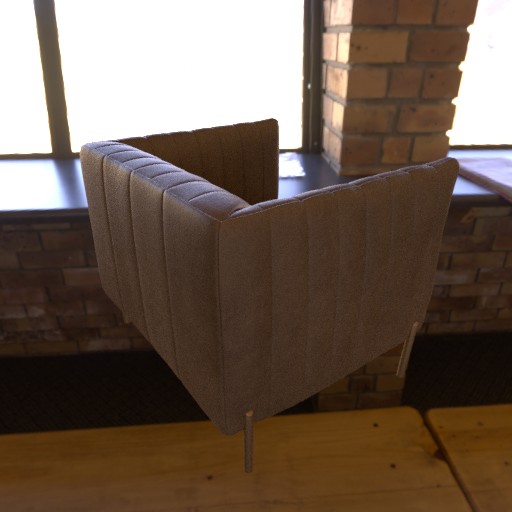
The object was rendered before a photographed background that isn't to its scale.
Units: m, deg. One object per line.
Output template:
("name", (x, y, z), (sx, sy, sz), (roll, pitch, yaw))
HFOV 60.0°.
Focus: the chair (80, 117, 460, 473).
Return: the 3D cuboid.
("chair", (0.000, 0.000, 1.584), (0.876, 0.779, 0.981), (-18, 32, -32))
